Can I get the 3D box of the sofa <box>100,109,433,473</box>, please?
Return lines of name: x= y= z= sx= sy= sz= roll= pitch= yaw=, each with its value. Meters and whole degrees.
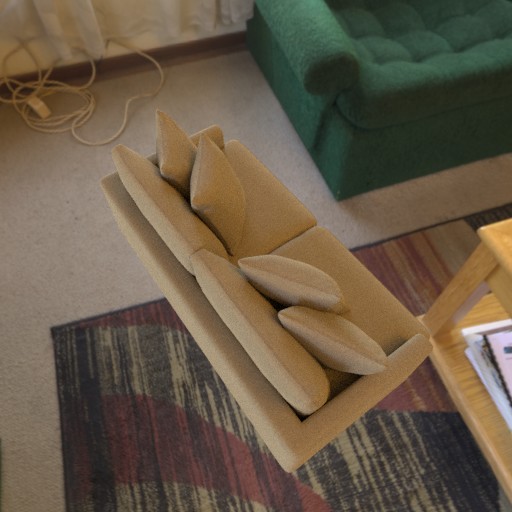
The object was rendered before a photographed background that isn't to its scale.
sofa: x=0.000 y=0.000 z=3.068 sx=1.228 sy=1.084 sz=2.380 roll=-31 pitch=62 yaw=-18
